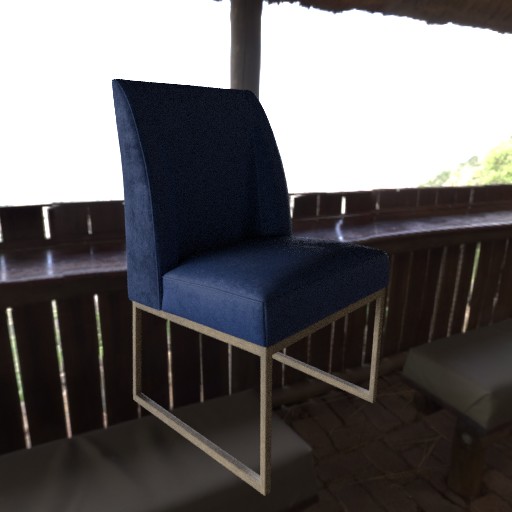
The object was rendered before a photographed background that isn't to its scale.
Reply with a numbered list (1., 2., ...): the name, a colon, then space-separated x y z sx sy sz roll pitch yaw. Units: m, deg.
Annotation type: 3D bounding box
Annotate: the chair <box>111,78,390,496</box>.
1. chair: 0.000 0.000 1.150 0.522 0.863 0.508 14 21 41
